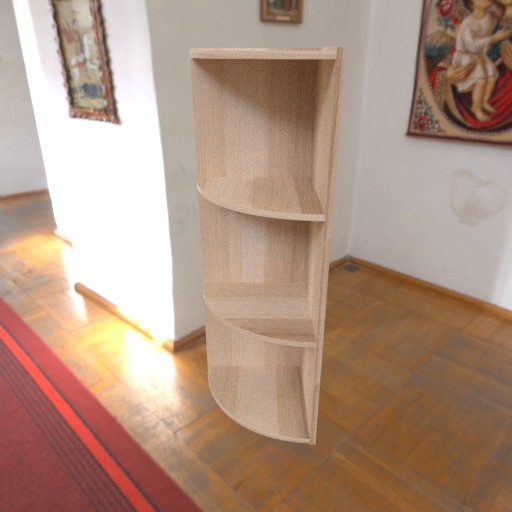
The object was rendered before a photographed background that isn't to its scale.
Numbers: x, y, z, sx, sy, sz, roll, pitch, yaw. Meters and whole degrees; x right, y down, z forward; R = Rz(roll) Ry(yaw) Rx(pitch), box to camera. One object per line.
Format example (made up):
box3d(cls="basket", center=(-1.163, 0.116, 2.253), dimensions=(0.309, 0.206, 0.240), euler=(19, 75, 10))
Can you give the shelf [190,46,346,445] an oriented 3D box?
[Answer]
box3d(cls="shelf", center=(0.000, 0.000, 1.024), dimensions=(0.290, 0.872, 0.290), euler=(0, 25, 0))
